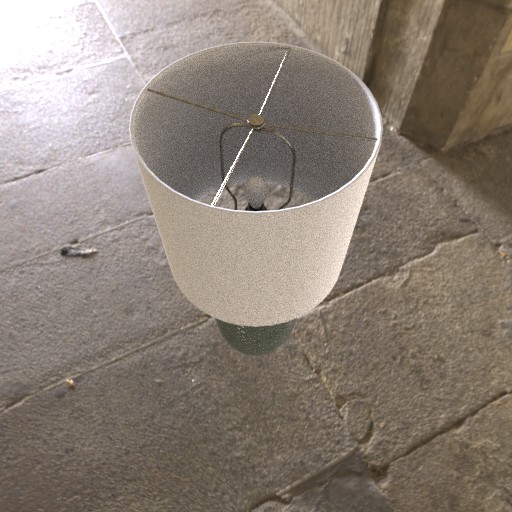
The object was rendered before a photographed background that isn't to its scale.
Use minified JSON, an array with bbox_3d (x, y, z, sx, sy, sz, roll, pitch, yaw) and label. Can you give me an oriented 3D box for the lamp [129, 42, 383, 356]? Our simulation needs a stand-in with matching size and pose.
[{"bbox_3d":[0.000,0.000,0.573,0.217,0.453,0.217,15,59,10],"label":"lamp"}]
